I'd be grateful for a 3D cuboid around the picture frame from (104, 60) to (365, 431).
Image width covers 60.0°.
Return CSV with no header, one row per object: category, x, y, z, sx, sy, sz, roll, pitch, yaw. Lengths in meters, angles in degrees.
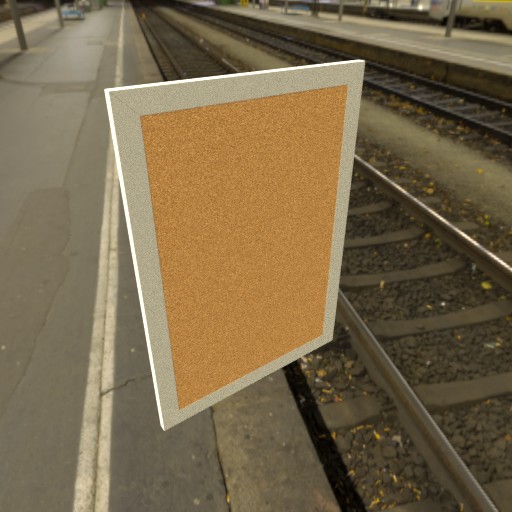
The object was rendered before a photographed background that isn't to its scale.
picture frame,0.000,0.000,0.593,0.326,0.459,0.011,-20,37,-30
